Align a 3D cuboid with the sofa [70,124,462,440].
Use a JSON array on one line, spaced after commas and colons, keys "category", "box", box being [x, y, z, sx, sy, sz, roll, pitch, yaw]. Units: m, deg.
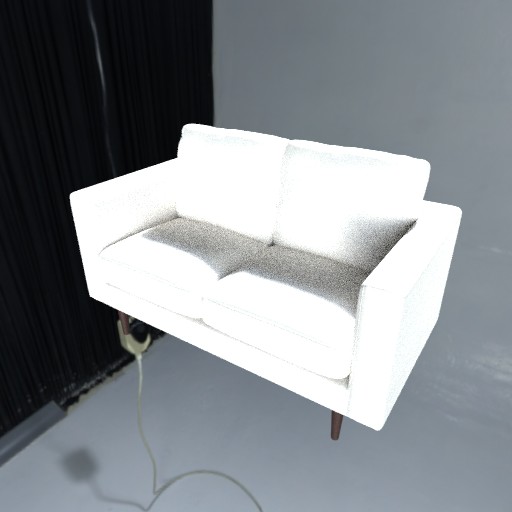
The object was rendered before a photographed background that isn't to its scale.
[{"category": "sofa", "box": [0.000, 0.000, 1.898, 1.430, 0.908, 0.796, 17, 32, 29]}]
